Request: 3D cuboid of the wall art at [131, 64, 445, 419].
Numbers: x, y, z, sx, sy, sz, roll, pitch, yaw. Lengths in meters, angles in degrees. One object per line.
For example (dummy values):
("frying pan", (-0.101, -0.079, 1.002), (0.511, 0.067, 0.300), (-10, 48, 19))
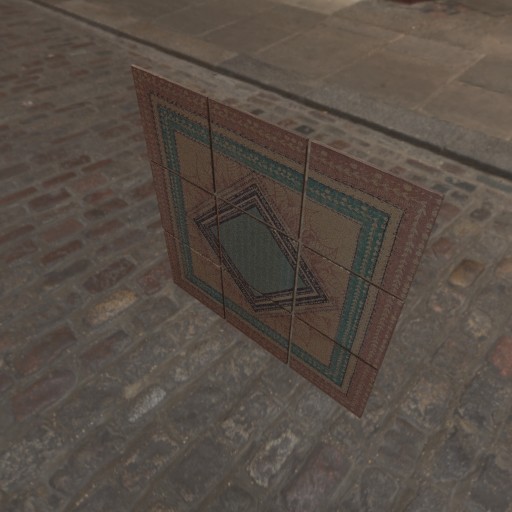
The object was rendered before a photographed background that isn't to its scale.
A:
("wall art", (0.000, 0.000, 2.252), (1.527, 1.525, 0.014), (31, 53, 27))
